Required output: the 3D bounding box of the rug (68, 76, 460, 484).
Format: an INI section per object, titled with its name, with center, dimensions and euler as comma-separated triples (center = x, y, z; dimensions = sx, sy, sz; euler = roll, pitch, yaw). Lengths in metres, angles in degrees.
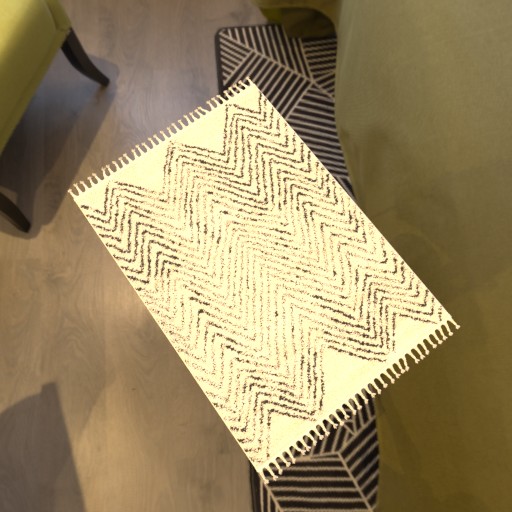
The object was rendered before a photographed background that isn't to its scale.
[rug]
center = 0.000, 0.000, 2.330
dimensions = 1.230, 0.014, 1.847
euler = -35, 78, -9
